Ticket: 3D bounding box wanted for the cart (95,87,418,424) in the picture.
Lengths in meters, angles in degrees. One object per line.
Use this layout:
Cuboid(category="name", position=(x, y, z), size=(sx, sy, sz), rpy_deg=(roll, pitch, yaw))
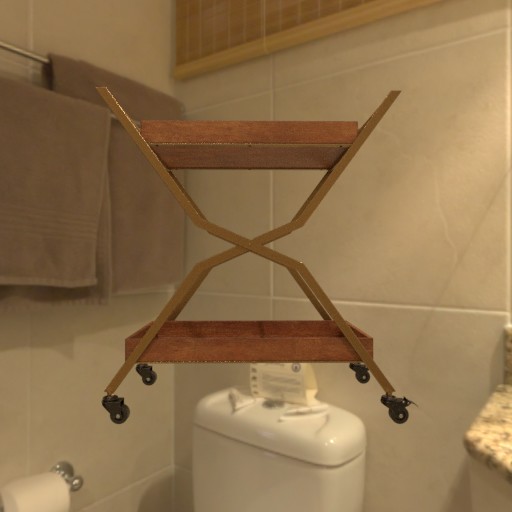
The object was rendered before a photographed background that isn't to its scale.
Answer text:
Cuboid(category="cart", position=(0.000, 0.000, 1.335), size=(0.836, 0.869, 0.405), rpy_deg=(0, 0, -1))
